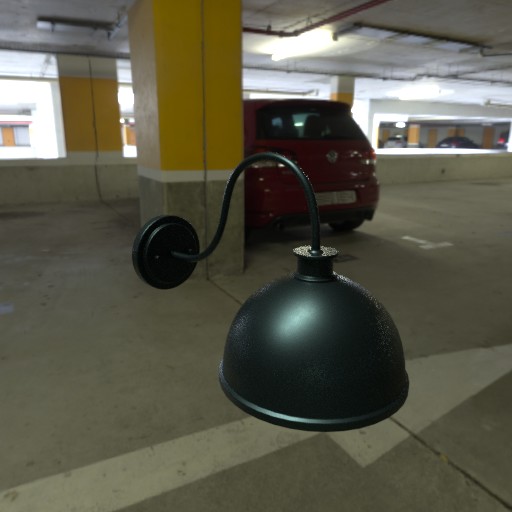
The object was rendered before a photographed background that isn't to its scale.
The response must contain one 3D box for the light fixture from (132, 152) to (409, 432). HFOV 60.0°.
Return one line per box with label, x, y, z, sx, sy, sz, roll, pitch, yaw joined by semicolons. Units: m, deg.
light fixture;0.000;0.000;0.643;0.467;0.295;0.253;14;20;43
